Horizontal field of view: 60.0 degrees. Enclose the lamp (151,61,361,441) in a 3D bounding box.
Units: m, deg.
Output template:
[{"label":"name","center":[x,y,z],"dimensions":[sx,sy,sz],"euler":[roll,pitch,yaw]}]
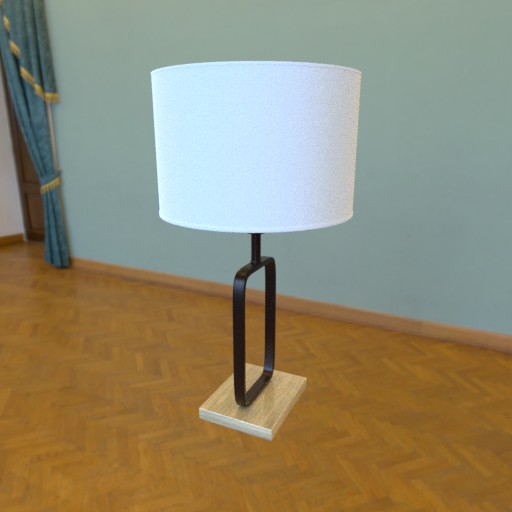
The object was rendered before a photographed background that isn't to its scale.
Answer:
[{"label":"lamp","center":[0.000,0.000,0.671],"dimensions":[0.279,0.508,0.279],"euler":[8,18,24]}]
